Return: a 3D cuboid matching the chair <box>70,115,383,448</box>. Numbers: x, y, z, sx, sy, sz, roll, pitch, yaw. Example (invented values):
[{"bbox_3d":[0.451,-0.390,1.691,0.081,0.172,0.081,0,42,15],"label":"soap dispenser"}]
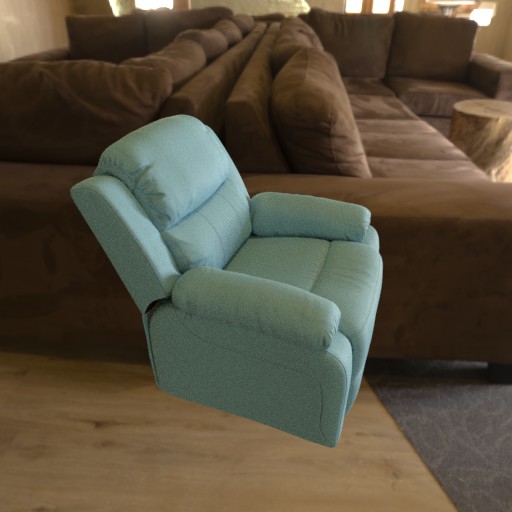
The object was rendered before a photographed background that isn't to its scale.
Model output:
[{"bbox_3d":[0.000,0.000,1.274,0.709,0.702,0.680,10,32,17],"label":"chair"}]
